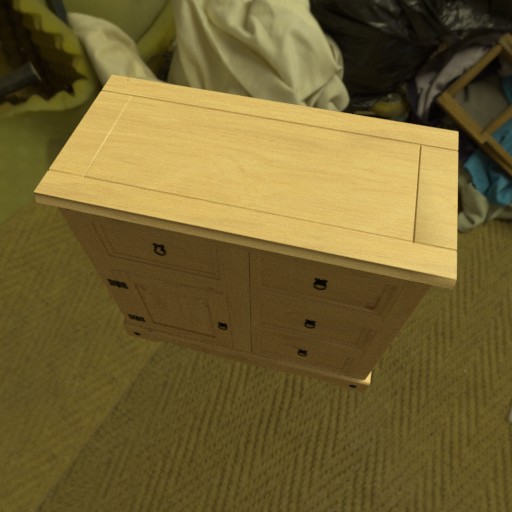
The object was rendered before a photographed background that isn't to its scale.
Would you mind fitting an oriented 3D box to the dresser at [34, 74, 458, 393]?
[{"bbox_3d":[0.000,0.000,1.388,0.915,0.835,0.440,12,59,7],"label":"dresser"}]
